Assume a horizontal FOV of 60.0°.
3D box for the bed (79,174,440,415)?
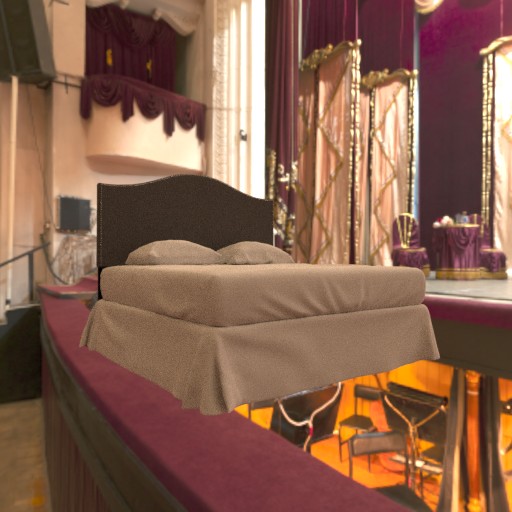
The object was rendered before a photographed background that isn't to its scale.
[{"bbox_3d":[0.000,0.000,3.726,2.314,1.651,2.219,0,0,-37],"label":"bed"}]
